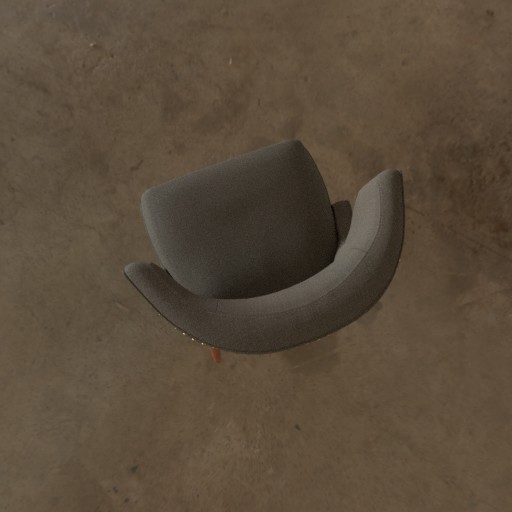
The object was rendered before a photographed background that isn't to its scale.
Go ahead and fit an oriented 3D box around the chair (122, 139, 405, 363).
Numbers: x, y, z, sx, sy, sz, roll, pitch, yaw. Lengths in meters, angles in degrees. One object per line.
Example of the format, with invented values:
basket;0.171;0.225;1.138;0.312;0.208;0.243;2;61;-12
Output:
chair;0.000;0.000;1.231;0.595;0.863;0.581;-21;75;-6
